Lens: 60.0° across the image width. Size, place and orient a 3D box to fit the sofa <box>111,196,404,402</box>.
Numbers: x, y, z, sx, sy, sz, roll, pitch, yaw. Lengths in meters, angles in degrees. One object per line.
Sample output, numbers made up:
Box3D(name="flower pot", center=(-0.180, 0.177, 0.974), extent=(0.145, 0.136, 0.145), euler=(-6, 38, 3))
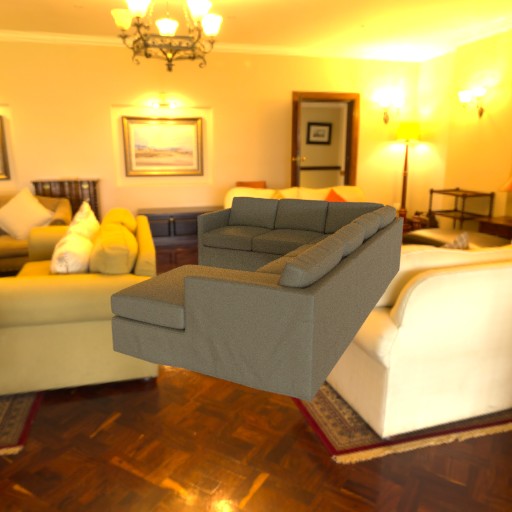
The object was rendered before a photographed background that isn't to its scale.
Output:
Box3D(name="sofa", center=(0.000, 0.000, 4.605), extent=(2.427, 0.882, 3.460), euler=(7, 15, 25))
